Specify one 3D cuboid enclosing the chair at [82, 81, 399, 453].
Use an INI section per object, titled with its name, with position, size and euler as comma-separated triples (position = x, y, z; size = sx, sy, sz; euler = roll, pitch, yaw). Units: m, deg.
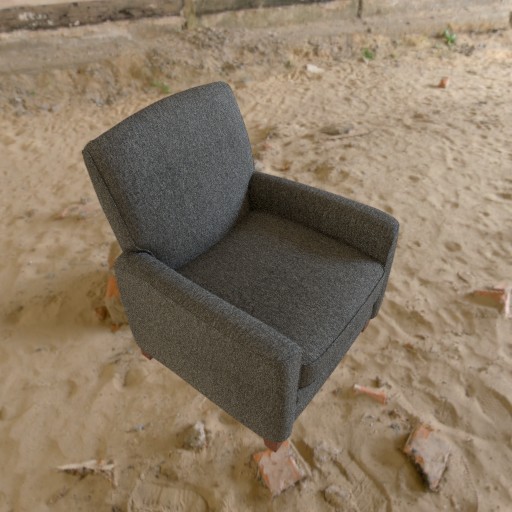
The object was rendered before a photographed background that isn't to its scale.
[chair]
position = 0.000, 0.000, 1.676
size = 0.864, 1.014, 0.848
euler = 27, 49, 27
